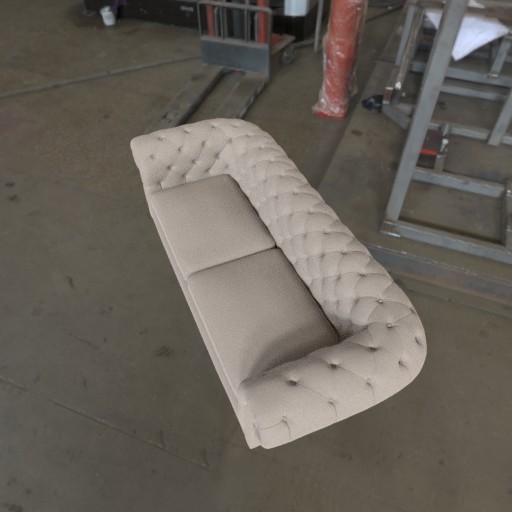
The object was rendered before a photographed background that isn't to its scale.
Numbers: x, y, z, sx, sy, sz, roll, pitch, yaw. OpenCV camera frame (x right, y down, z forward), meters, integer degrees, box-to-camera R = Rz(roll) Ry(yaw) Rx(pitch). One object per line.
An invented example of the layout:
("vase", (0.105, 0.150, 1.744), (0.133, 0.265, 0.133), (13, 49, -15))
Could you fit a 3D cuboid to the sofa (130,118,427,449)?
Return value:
("sofa", (0.000, 0.000, 2.840), (0.991, 0.749, 2.411), (-18, 50, -16))
